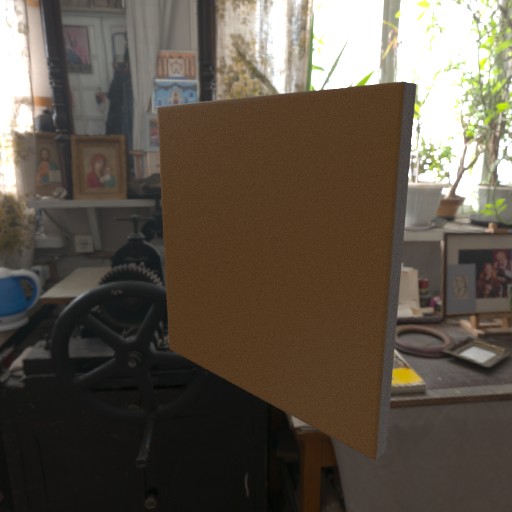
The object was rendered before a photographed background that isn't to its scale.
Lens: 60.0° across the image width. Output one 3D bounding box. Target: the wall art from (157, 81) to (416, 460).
[{"bbox_3d":[0.000,0.000,1.906,1.287,1.288,0.078,14,20,43],"label":"wall art"}]
